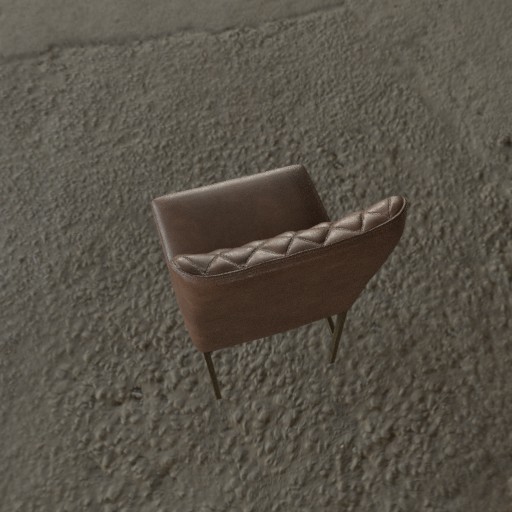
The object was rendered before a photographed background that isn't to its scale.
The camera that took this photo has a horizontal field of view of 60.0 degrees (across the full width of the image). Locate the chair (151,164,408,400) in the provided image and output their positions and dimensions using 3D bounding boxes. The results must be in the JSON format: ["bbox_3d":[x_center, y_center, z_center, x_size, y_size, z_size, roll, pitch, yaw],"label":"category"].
[{"bbox_3d":[0.000,0.000,1.267,0.508,0.889,0.587,-15,59,-9],"label":"chair"}]
